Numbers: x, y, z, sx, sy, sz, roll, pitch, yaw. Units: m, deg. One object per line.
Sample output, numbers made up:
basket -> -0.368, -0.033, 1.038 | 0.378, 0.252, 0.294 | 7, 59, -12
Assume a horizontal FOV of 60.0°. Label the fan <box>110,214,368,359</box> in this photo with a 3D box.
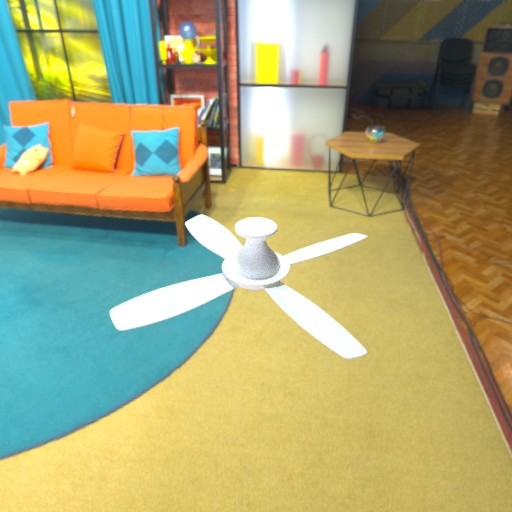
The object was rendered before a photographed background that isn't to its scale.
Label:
fan -> 0.000, 0.000, 2.538 | 1.694, 0.382, 1.693 | -18, 35, -28
